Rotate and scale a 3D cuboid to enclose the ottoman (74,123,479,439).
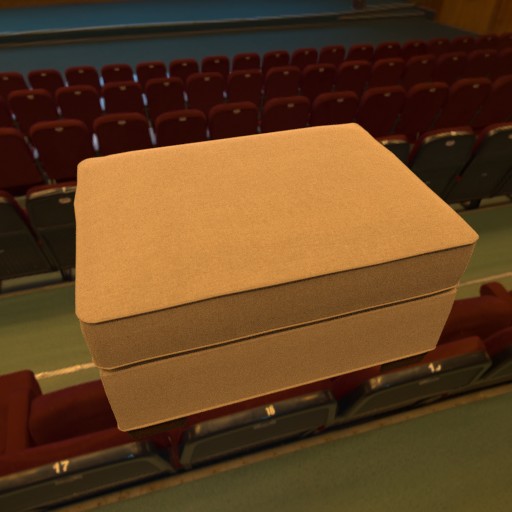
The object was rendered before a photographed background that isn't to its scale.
[{"bbox_3d":[0.000,0.000,1.206,0.846,0.503,0.617,-11,42,-12],"label":"ottoman"}]
